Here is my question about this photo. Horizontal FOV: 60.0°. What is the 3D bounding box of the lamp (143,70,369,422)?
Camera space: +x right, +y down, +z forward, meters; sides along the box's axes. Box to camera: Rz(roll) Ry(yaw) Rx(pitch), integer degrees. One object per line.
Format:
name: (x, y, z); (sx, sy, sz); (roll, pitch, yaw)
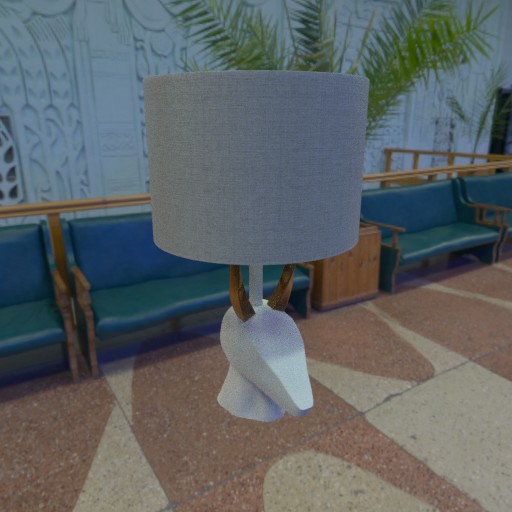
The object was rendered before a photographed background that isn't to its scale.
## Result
lamp: (0.000, 0.000, 0.672); (0.298, 0.503, 0.298); (-10, 19, -29)
